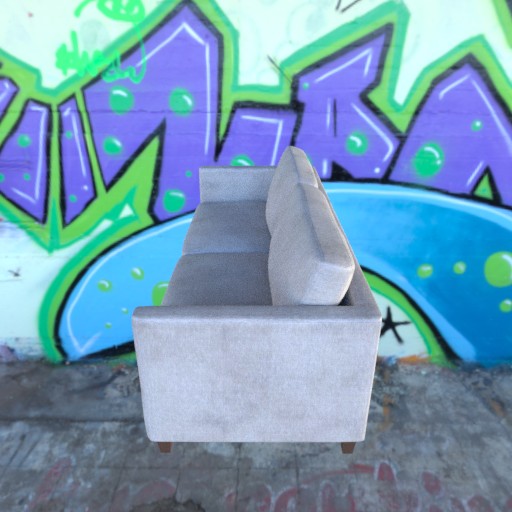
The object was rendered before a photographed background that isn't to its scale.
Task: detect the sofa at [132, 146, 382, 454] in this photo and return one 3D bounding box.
[{"bbox_3d":[0.000,0.000,2.695,0.951,0.965,2.208,0,26,0],"label":"sofa"}]
